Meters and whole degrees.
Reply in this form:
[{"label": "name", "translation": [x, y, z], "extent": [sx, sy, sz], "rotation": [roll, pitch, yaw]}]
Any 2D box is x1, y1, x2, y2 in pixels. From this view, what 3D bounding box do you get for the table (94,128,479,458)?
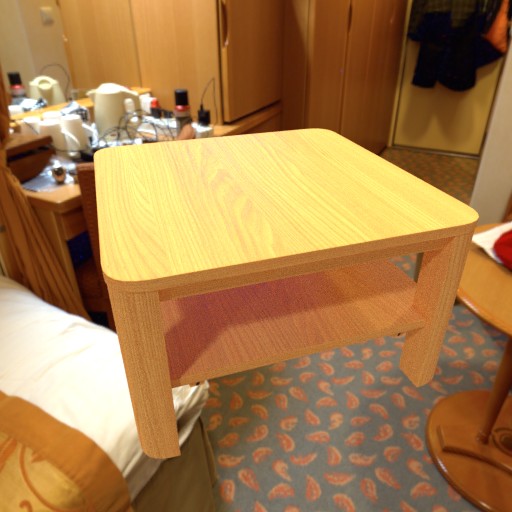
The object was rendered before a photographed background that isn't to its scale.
[{"label": "table", "translation": [0.000, 0.000, 1.204], "extent": [0.750, 0.450, 0.750], "rotation": [-10, 32, -16]}]
